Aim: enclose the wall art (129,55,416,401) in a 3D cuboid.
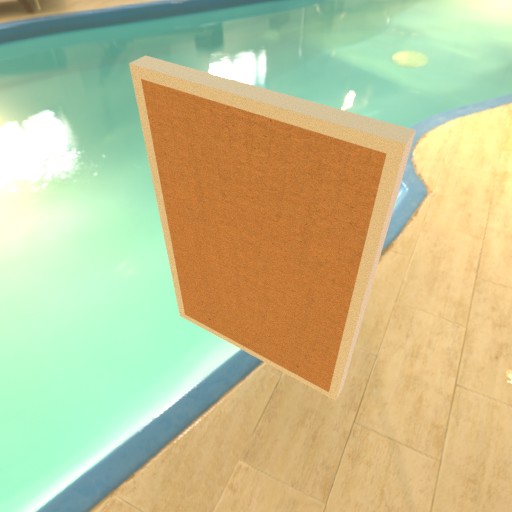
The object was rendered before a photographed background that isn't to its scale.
[{"bbox_3d":[0.000,0.000,0.561,0.293,0.428,0.025,24,50,22],"label":"wall art"}]
